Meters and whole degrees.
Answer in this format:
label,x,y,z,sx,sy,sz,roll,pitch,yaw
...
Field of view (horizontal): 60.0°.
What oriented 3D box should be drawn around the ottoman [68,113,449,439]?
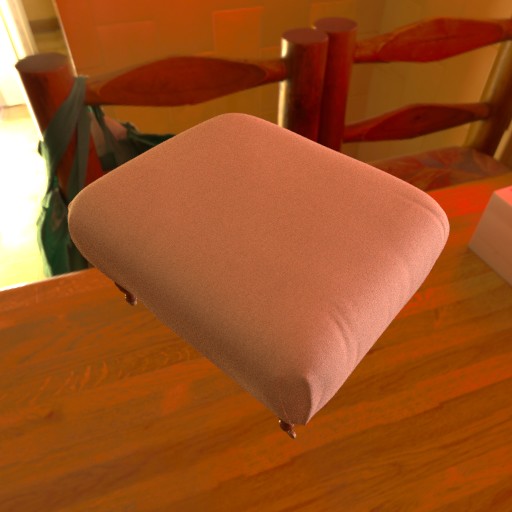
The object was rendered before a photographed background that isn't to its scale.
label,x,y,z,sx,sy,sz,roll,pitch,yaw
ottoman,0.000,0.000,1.136,0.746,0.450,0.622,32,54,27
